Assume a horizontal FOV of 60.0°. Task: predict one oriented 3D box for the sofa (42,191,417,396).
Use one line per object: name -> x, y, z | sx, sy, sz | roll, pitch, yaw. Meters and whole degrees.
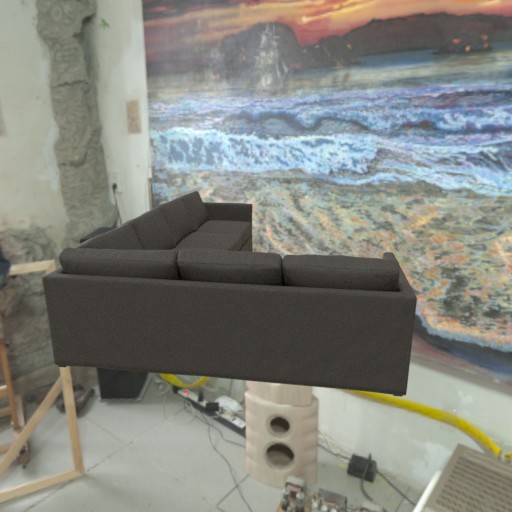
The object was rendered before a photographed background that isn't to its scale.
sofa -> 0.000, 0.000, 4.341 | 2.432, 0.871, 3.182 | 2, 16, 9
